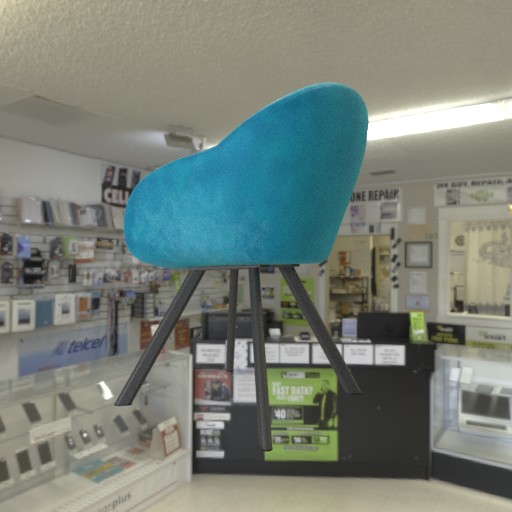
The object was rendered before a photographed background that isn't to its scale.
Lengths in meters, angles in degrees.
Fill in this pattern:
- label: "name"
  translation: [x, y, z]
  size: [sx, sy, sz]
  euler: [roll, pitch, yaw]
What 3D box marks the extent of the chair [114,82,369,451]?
- label: "chair"
  translation: [0.000, 0.000, 1.213]
  size: [0.590, 0.795, 0.550]
  euler: [0, -1, 36]
